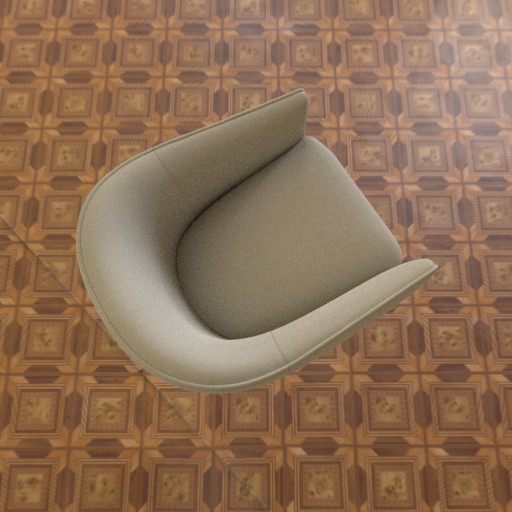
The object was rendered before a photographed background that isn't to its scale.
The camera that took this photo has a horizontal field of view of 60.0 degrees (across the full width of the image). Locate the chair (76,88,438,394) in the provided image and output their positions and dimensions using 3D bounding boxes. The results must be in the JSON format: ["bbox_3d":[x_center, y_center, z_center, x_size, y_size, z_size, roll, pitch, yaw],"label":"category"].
[{"bbox_3d":[0.000,0.000,1.450,0.875,0.799,0.747,-31,77,-8],"label":"chair"}]
